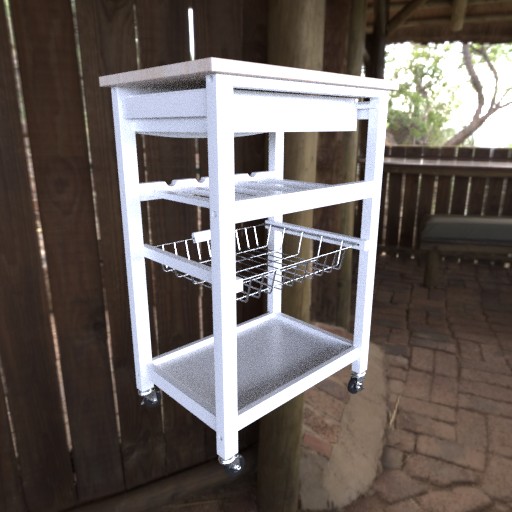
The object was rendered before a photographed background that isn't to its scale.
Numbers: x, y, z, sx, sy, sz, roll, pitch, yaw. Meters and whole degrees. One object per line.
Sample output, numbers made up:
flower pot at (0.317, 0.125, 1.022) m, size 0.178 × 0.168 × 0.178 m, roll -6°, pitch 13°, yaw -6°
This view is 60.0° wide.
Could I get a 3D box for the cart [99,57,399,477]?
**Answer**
cart at (0.000, 0.000, 1.152) m, size 0.578 × 0.857 × 0.406 m, roll -15°, pitch 22°, yaw -41°
